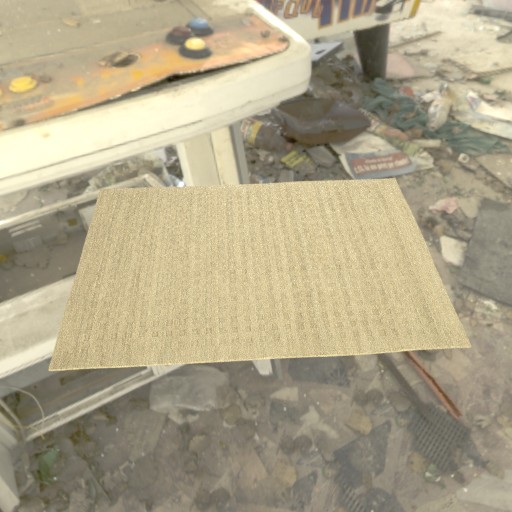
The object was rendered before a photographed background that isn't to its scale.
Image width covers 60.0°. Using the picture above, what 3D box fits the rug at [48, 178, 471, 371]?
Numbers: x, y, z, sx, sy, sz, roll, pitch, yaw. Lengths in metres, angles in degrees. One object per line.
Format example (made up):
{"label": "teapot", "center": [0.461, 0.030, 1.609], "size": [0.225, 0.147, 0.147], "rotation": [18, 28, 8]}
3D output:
{"label": "rug", "center": [0.000, 0.000, 2.911], "size": [2.297, 0.018, 1.532], "rotation": [-3, 47, -2]}
